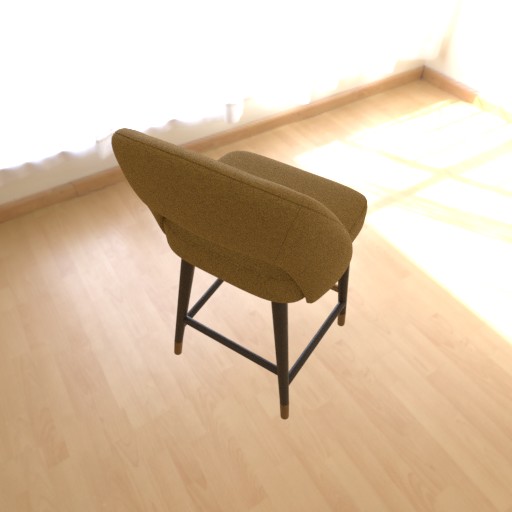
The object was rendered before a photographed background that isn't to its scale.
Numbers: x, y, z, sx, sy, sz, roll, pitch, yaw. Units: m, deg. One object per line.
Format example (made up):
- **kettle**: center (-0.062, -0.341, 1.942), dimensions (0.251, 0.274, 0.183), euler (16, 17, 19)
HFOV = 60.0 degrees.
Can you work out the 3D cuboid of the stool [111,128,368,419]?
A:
- **stool**: center (0.000, 0.000, 1.258), dimensions (0.536, 0.939, 0.522), euler (25, 51, 22)
